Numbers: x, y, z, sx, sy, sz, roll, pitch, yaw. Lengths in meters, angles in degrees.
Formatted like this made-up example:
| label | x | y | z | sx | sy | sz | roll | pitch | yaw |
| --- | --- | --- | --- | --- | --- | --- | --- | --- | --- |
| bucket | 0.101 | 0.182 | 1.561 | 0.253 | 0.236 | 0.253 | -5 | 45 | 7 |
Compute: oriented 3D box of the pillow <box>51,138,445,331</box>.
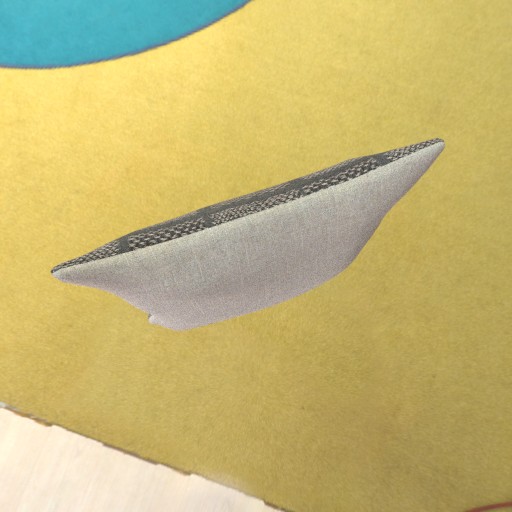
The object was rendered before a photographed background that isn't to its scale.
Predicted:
| label | x | y | z | sx | sy | sz | roll | pitch | yaw |
| --- | --- | --- | --- | --- | --- | --- | --- | --- | --- |
| pillow | 0.000 | 0.000 | 0.665 | 0.435 | 0.432 | 0.138 | -19 | 75 | -5 |
